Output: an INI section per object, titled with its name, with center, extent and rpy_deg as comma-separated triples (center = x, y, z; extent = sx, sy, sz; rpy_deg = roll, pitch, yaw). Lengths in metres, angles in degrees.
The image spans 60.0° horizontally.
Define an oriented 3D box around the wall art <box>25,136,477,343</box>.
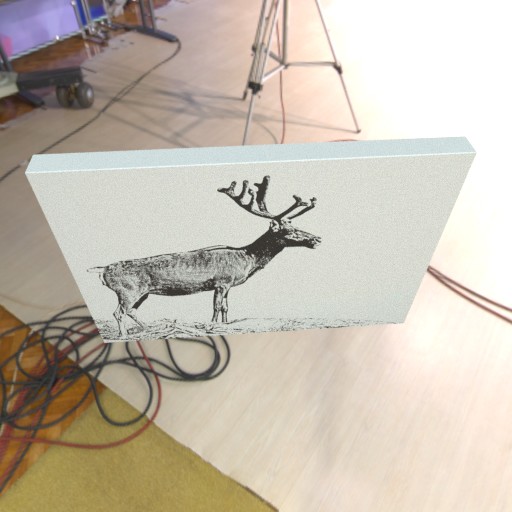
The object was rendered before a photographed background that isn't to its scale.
[wall art]
center = 0.000, 0.000, 0.760
extent = 0.608, 0.414, 0.042
rpy_deg = -3, 47, -3
